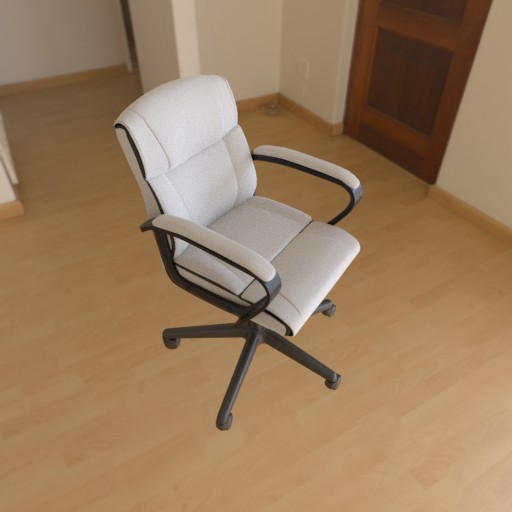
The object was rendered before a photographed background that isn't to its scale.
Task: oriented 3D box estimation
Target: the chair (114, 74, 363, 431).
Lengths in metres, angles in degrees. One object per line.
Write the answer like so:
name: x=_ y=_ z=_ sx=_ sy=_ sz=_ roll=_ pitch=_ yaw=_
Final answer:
chair: x=0.000 y=0.000 z=1.483 sx=0.717 sy=1.004 sz=0.739 roll=24 pitch=46 yaw=25
